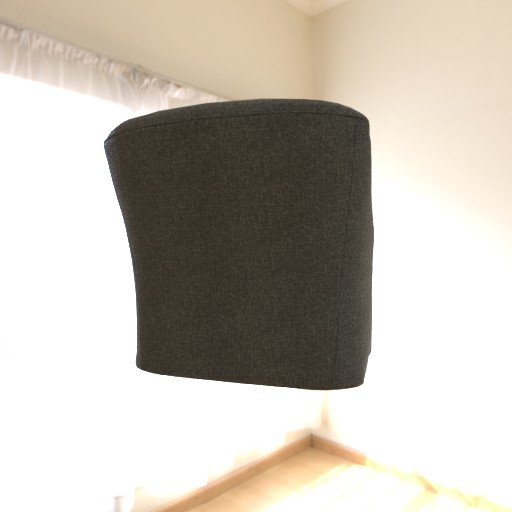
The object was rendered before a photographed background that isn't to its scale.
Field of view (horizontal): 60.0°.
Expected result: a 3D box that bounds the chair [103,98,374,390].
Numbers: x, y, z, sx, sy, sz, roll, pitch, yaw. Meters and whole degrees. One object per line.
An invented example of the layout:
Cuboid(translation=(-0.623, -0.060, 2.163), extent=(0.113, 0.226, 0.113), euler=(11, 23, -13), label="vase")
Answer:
Cuboid(translation=(0.000, 0.000, 1.636), extent=(0.864, 0.856, 0.923), euler=(0, 0, 19), label="chair")
